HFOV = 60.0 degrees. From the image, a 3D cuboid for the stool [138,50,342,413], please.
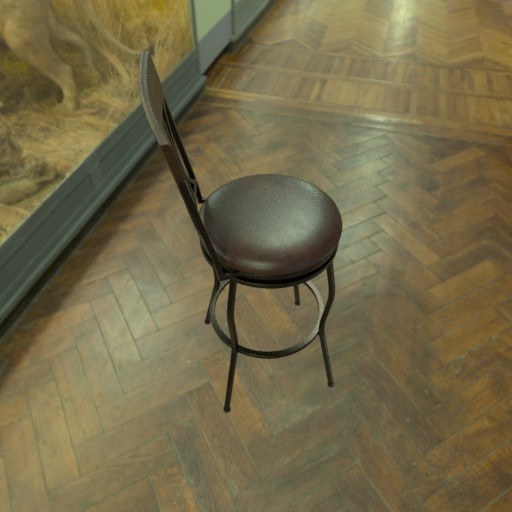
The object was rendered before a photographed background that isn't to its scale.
[{"bbox_3d":[0.000,0.000,1.388,0.513,1.130,0.448,-10,47,-10],"label":"stool"}]
